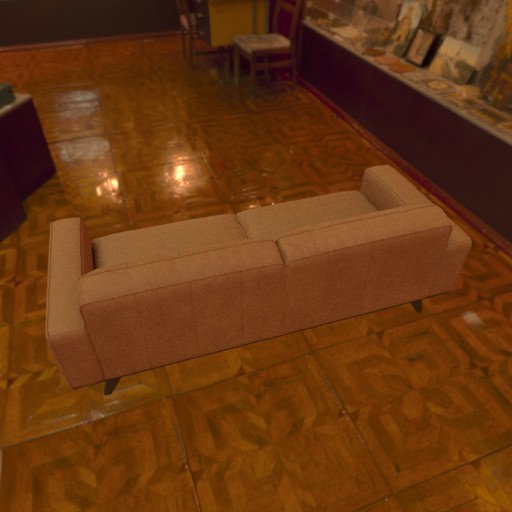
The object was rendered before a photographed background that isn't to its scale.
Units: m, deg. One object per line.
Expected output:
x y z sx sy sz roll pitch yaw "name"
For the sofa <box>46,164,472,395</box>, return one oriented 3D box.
0.000 0.000 2.643 2.270 0.780 0.953 -12 42 -13 "sofa"
